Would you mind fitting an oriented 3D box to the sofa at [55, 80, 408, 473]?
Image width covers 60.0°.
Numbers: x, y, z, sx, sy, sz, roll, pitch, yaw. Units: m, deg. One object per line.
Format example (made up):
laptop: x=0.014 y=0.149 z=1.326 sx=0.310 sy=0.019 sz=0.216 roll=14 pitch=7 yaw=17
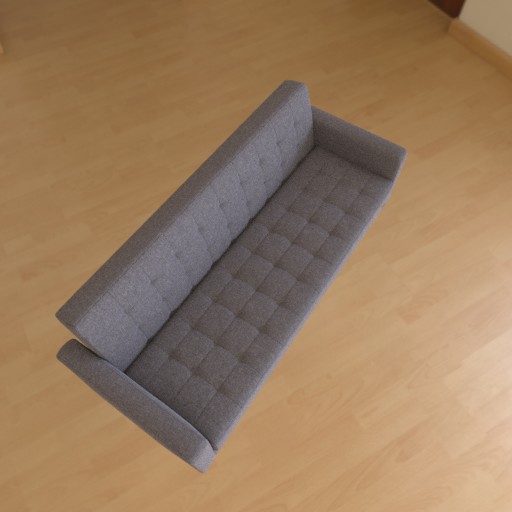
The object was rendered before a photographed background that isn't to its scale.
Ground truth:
sofa: x=0.000 y=0.000 z=2.413 sx=0.810 sy=0.850 sz=2.040 roll=31 pitch=64 yaw=17
